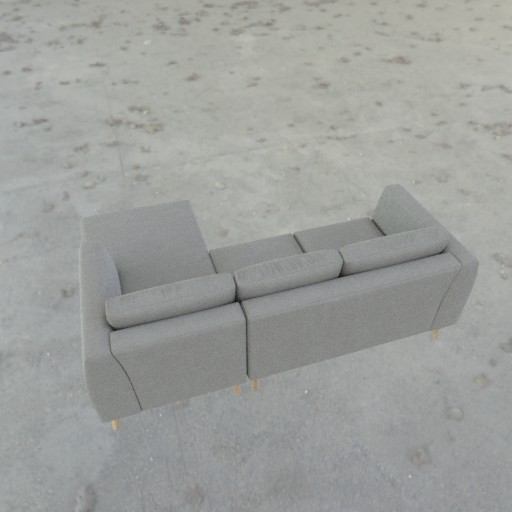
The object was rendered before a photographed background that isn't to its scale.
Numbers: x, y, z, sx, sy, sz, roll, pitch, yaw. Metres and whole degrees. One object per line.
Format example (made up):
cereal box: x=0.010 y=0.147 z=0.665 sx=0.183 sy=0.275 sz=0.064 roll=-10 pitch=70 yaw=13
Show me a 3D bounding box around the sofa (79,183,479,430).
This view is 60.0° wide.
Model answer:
sofa: x=0.000 y=0.000 z=3.051 sx=2.300 sy=0.860 sz=1.580 roll=-12 pitch=43 yaw=-13
